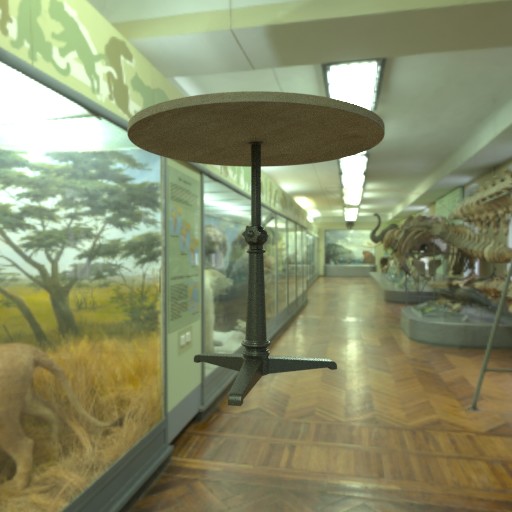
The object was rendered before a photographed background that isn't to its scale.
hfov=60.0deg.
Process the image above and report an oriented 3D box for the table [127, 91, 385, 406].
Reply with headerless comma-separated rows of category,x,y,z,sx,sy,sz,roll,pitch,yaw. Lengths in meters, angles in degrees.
table,0.000,0.000,1.440,0.800,0.780,0.800,0,1,0
